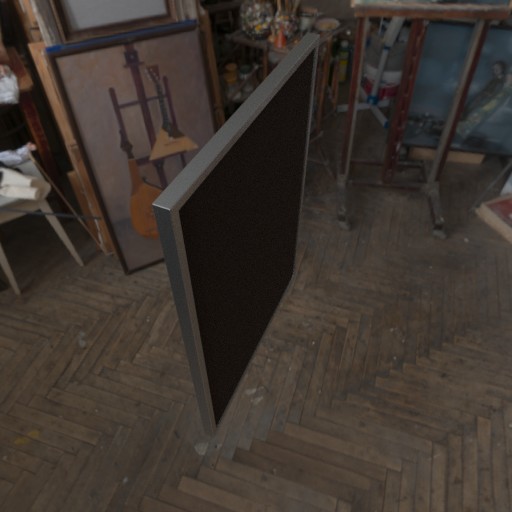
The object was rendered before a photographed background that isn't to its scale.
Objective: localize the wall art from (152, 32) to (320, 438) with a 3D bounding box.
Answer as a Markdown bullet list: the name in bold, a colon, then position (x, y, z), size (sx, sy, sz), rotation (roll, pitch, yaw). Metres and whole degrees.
- **wall art**: position (0.000, 0.000, 1.396), size (0.037, 1.062, 0.801), rotation (18, 50, 16)
